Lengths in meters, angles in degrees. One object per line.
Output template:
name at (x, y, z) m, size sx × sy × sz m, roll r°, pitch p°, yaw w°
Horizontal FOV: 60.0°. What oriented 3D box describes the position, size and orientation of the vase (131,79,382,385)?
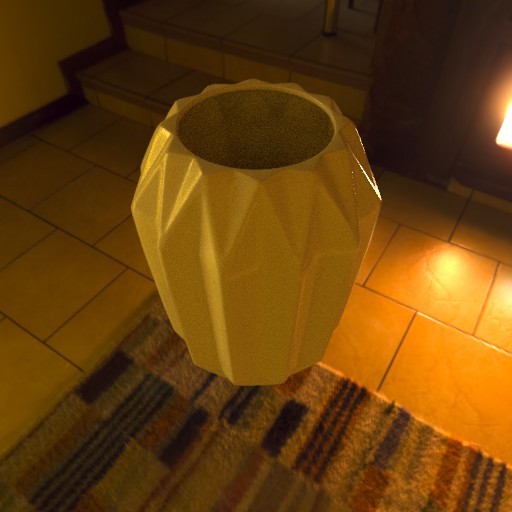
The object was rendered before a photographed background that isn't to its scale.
vase at (0.000, 0.000, 0.409) m, size 0.195 × 0.275 × 0.195 m, roll 0°, pitch 47°, yaw 0°
